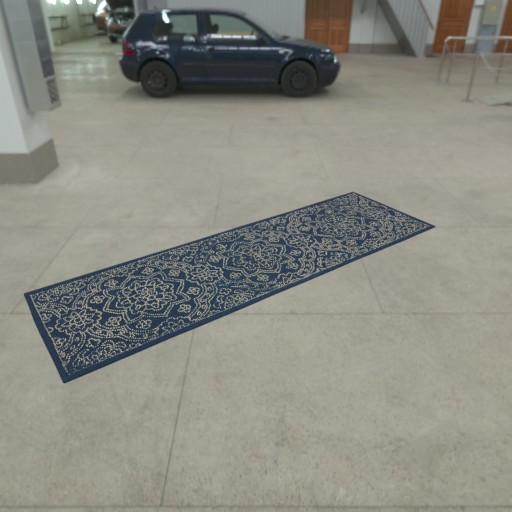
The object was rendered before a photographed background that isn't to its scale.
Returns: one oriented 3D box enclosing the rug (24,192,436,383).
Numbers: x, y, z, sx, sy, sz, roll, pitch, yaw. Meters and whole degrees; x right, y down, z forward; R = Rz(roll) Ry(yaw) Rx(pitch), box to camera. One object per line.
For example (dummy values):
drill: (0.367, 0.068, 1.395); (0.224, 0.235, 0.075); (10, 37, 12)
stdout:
rug: (0.000, 0.000, 2.655); (2.448, 0.012, 0.769); (-20, 35, -30)
